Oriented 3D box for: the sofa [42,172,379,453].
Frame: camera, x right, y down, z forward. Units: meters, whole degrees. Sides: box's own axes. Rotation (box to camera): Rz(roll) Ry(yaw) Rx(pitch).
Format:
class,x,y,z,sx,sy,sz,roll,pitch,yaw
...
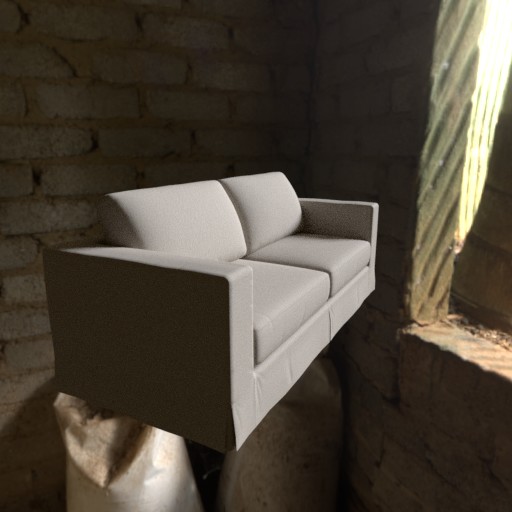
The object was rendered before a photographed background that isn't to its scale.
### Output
class,x,y,z,sx,sy,sz,roll,pitch,yaw
sofa,0.000,0.000,2.615,0.954,0.881,2.163,7,16,27
